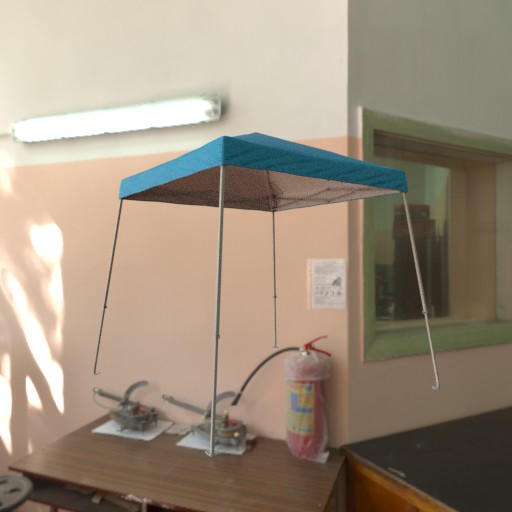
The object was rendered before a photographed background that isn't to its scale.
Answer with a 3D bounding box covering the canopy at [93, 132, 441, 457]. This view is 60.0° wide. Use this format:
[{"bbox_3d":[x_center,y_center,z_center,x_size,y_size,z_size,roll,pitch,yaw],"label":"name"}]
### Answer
[{"bbox_3d":[0.000,0.000,5.094,2.849,2.849,2.848,1,-1,-36],"label":"canopy"}]
